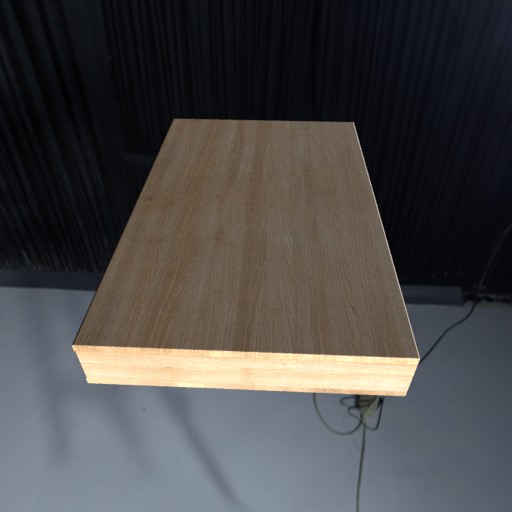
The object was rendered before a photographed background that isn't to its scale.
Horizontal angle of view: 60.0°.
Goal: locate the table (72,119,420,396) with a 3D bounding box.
[{"bbox_3d":[0.000,0.000,1.446,0.700,0.440,1.100,2,41,2],"label":"table"}]
